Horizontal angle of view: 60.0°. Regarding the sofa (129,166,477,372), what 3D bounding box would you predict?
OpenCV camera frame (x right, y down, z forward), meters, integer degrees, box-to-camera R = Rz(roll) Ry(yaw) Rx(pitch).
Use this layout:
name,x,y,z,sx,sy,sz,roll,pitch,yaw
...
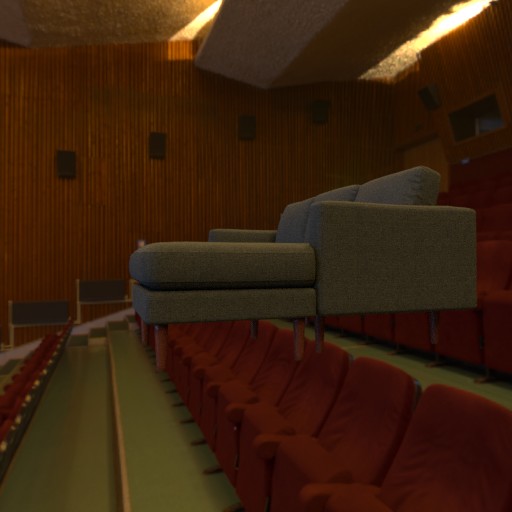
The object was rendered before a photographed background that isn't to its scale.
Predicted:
name,x,y,z,sx,sy,sz,roll,pitch,yaw
sofa,0.000,0.000,2.932,1.667,0.957,2.055,0,-1,-20
